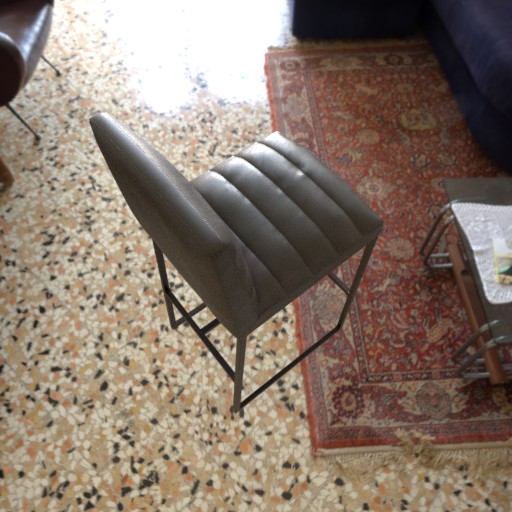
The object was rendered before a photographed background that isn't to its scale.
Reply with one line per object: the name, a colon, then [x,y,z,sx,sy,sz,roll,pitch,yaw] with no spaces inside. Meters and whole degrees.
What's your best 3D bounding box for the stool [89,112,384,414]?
stool: [0.000,0.000,1.346,0.562,1.065,0.463,-34,63,-20]
